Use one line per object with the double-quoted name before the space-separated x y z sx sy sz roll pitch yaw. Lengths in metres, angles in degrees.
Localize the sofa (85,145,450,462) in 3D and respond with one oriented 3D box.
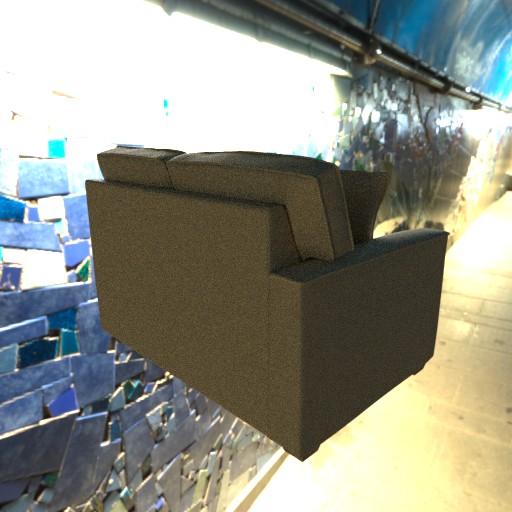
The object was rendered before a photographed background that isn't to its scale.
"sofa" 0.000 0.000 2.061 0.991 0.989 1.388 -14 21 -43
